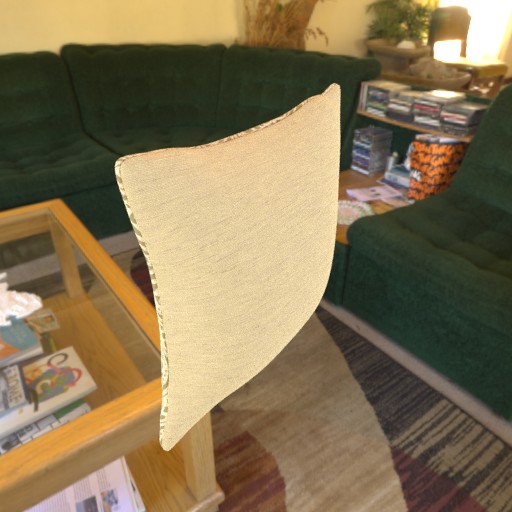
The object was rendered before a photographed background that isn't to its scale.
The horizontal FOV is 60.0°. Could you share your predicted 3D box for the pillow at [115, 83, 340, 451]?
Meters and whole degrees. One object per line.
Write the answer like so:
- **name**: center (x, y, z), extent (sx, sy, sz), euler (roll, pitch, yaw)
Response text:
- **pillow**: center (0.000, 0.000, 0.655), extent (0.167, 0.421, 0.438), euler (21, 37, 30)
